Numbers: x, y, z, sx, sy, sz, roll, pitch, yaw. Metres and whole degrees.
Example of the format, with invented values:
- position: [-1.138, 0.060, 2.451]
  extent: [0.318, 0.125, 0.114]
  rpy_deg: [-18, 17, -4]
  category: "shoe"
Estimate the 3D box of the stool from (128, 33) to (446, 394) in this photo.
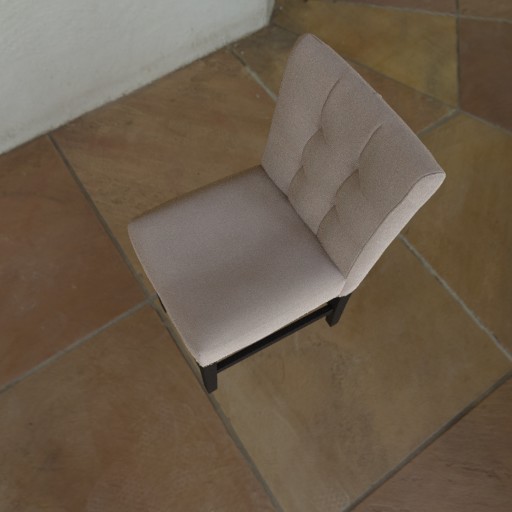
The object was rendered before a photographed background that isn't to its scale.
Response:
- position: [0.000, 0.000, 1.177]
  extent: [0.571, 0.885, 0.427]
  rpy_deg: [-29, 68, -13]
  category: "stool"
